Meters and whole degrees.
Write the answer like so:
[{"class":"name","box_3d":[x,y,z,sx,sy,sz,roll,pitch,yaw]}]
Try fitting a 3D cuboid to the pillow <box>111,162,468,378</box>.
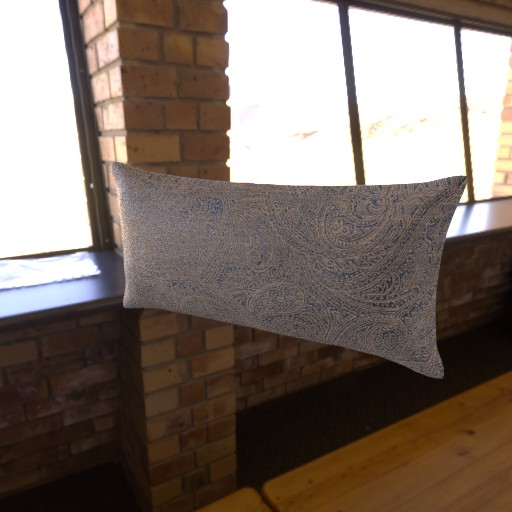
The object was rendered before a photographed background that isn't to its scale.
[{"class":"pillow","box_3d":[0.000,0.000,0.745,0.615,0.295,0.151,8,17,26]}]
